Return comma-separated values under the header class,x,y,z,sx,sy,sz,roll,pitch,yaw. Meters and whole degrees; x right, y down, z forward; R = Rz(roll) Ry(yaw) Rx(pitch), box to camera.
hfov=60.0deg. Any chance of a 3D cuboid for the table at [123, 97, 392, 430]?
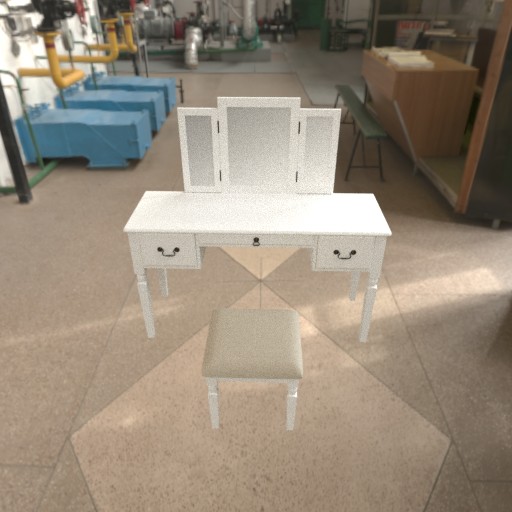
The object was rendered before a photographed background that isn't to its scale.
class,x,y,z,sx,sy,sz,roll,pitch,yaw
table,0.000,0.000,2.241,1.369,1.310,1.115,1,32,1
